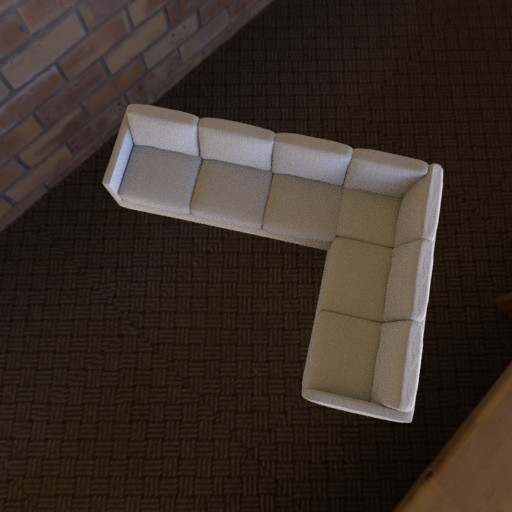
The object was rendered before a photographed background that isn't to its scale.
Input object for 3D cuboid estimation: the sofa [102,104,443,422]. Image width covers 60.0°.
[{"bbox_3d":[0.000,0.000,4.455,3.333,0.934,2.522,12,76,3],"label":"sofa"}]
